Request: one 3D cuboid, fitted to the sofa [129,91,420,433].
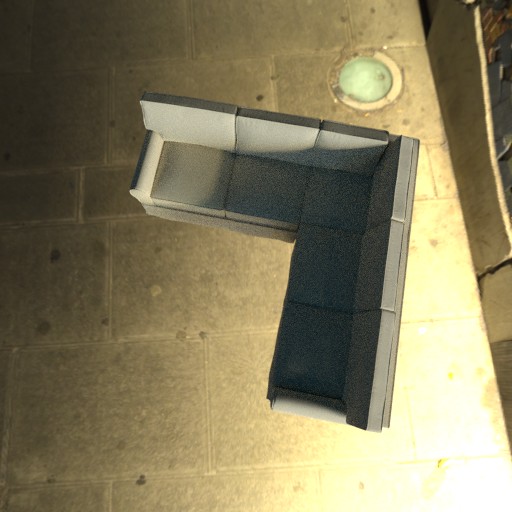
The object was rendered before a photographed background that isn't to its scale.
[{"bbox_3d":[0.000,0.000,4.091,2.591,1.070,2.597,10,76,3],"label":"sofa"}]
